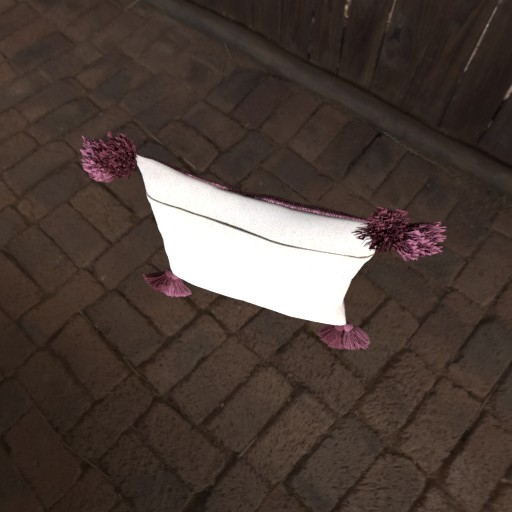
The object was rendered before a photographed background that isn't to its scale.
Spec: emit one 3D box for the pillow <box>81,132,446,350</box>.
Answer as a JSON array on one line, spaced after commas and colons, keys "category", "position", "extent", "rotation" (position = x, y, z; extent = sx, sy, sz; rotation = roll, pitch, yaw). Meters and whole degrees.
[{"category": "pillow", "position": [0.000, 0.000, 0.970], "extent": [0.641, 0.659, 0.138], "rotation": [17, 64, 9]}]
